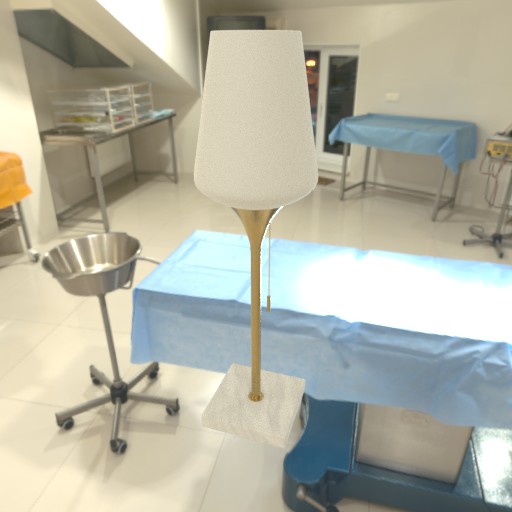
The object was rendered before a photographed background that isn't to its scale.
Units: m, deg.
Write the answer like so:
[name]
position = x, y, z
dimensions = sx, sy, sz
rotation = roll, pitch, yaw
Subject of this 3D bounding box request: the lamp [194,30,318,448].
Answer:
[lamp]
position = 0.000, 0.000, 0.706
dimensions = 0.181, 0.639, 0.181
rotation = 8, 27, 17
